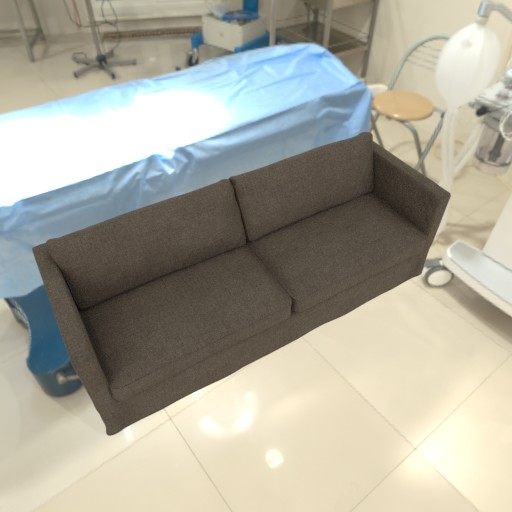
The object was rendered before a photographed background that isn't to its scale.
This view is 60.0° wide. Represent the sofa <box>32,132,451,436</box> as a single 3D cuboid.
[{"bbox_3d":[0.000,0.000,3.254,2.779,0.998,1.036,-23,50,-21],"label":"sofa"}]
